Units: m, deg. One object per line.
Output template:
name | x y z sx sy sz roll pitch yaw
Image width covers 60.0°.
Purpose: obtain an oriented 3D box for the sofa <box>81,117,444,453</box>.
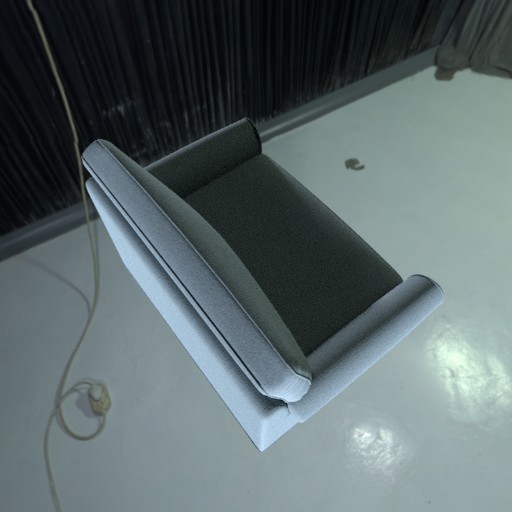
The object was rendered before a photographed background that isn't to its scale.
sofa | 0.000 0.000 2.061 0.940 0.953 1.410 -33 63 -19
